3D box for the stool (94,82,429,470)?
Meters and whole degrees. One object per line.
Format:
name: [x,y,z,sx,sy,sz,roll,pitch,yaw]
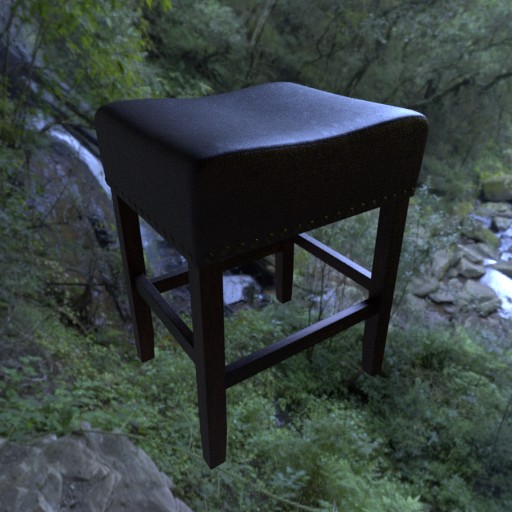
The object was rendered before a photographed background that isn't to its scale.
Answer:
stool: [0.000,0.000,0.926,0.465,0.608,0.397,-19,35,-29]
